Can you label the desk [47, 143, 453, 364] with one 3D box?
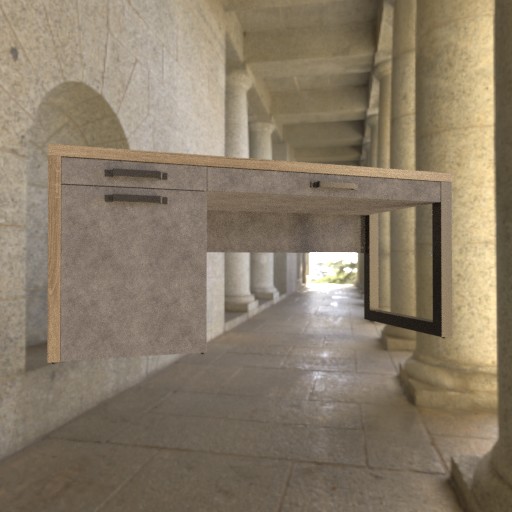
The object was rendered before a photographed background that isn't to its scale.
[{"bbox_3d":[0.000,0.000,2.079,1.700,0.760,0.690,0,-1,-18],"label":"desk"}]
